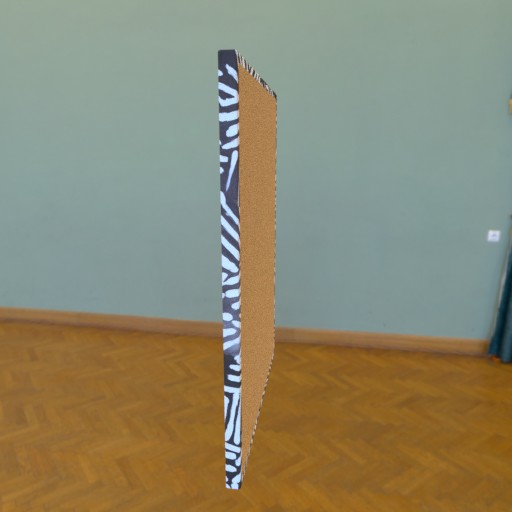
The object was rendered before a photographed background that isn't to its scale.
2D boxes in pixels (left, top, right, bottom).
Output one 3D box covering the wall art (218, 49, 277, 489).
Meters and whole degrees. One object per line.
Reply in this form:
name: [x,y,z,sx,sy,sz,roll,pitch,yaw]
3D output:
wall art: [0.000,0.000,1.355,0.038,1.017,0.765,2,14,8]
